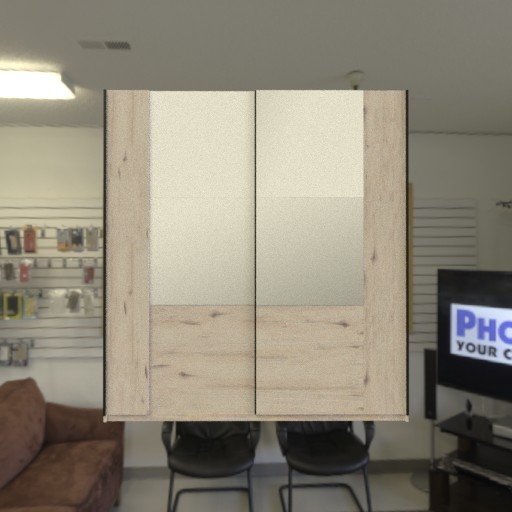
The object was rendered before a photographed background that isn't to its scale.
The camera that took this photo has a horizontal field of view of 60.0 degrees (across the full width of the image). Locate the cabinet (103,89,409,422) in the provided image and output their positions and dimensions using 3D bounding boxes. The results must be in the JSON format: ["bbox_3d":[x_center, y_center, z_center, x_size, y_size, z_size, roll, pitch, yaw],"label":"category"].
[{"bbox_3d":[0.000,0.000,3.230,2.000,2.180,0.660,0,0,0],"label":"cabinet"}]
